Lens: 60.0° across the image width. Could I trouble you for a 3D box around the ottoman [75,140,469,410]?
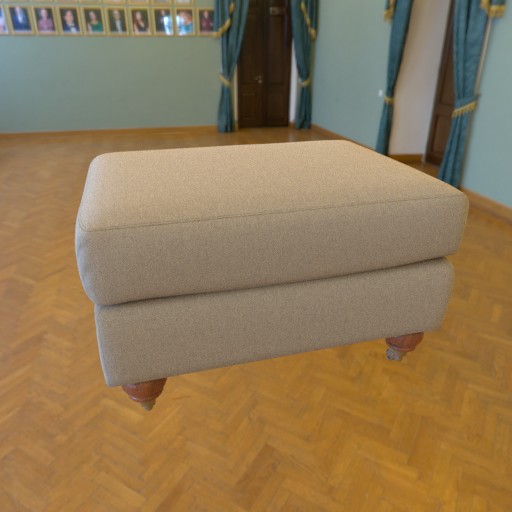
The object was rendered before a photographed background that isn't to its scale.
[{"bbox_3d":[0.000,0.000,1.111,0.773,0.497,0.574,-7,26,-14],"label":"ottoman"}]
